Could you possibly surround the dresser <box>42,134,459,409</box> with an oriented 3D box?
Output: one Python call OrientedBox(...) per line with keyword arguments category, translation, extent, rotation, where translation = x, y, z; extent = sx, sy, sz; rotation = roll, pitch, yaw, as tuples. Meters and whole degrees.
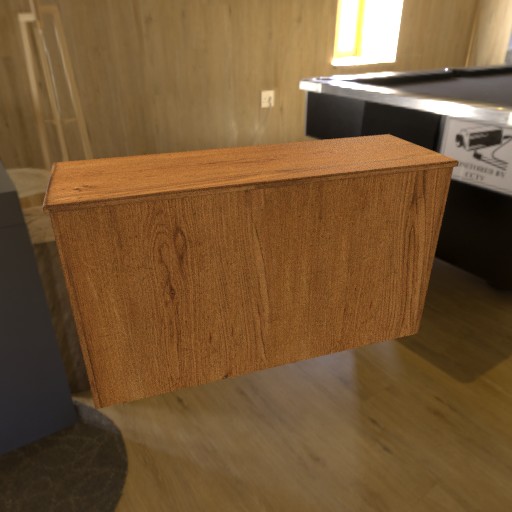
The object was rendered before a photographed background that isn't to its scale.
OrientedBox(category="dresser", translation=(0.000, 0.000, 2.128), extent=(1.657, 0.932, 0.563), rotation=(-9, 29, -16))
